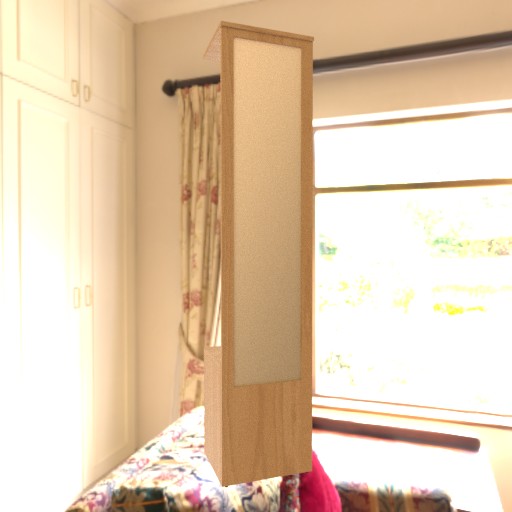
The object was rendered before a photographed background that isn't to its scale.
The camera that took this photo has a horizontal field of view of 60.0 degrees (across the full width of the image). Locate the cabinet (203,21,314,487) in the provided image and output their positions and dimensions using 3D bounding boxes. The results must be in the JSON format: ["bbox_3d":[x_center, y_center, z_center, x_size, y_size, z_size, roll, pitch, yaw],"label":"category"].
[{"bbox_3d":[0.000,0.000,2.001,0.411,1.879,0.338,0,1,-19],"label":"cabinet"}]
